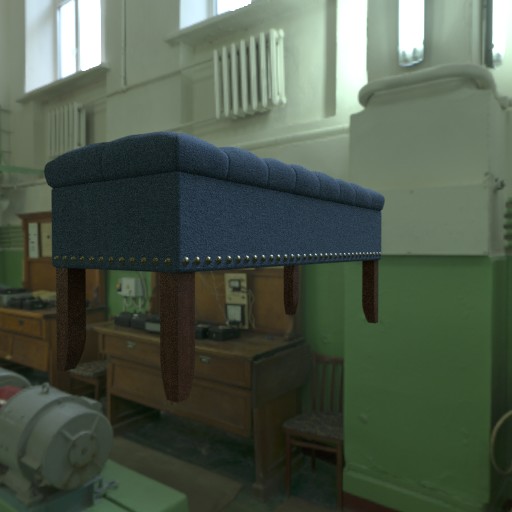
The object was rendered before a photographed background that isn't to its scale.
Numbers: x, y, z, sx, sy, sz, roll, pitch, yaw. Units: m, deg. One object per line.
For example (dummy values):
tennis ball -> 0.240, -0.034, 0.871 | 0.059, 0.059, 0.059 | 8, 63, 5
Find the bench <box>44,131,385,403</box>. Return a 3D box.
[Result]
bench -> 0.000, 0.000, 1.289 | 0.417, 0.492, 1.052 | 1, 1, 35
